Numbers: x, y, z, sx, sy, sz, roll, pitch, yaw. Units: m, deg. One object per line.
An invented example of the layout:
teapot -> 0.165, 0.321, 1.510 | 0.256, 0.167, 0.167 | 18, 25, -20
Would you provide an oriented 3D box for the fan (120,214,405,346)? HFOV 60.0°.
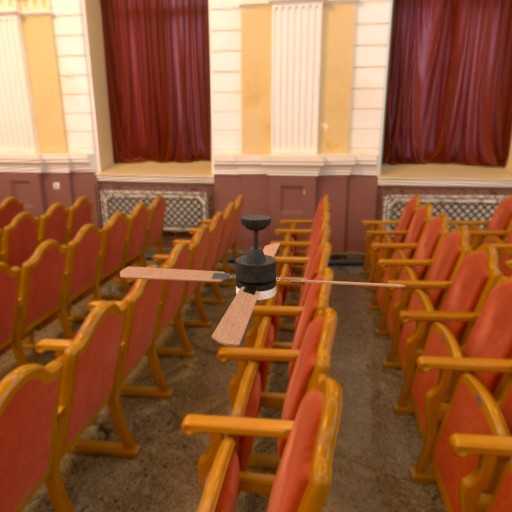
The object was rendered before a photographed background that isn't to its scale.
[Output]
fan -> 0.000, 0.000, 2.008 | 1.320, 0.355, 1.320 | 2, 16, 9
